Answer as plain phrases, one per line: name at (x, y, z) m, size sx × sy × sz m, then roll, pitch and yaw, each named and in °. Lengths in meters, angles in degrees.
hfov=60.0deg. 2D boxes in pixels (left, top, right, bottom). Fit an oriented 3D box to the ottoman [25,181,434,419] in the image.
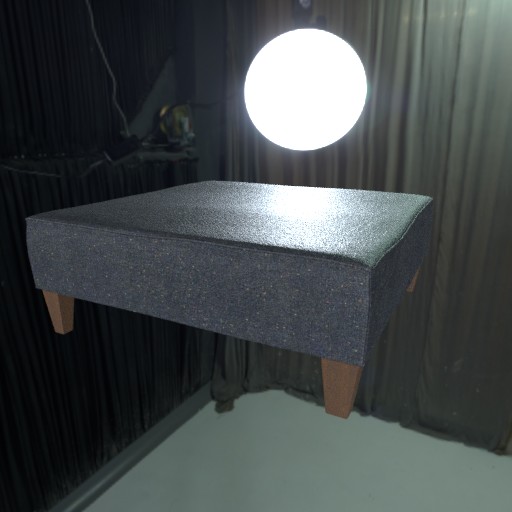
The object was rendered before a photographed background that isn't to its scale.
ottoman at (0.000, 0.000, 1.497) m, size 1.004 × 0.382 × 0.968 m, roll 8°, pitch 18°, yaw 26°
